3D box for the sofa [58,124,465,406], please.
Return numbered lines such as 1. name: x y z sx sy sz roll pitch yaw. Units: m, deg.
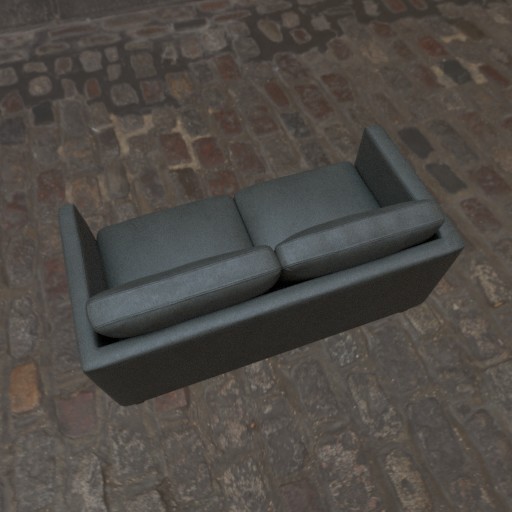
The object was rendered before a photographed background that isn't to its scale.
1. sofa: 0.000 0.000 2.467 1.883 0.933 0.951 -17 60 -10
